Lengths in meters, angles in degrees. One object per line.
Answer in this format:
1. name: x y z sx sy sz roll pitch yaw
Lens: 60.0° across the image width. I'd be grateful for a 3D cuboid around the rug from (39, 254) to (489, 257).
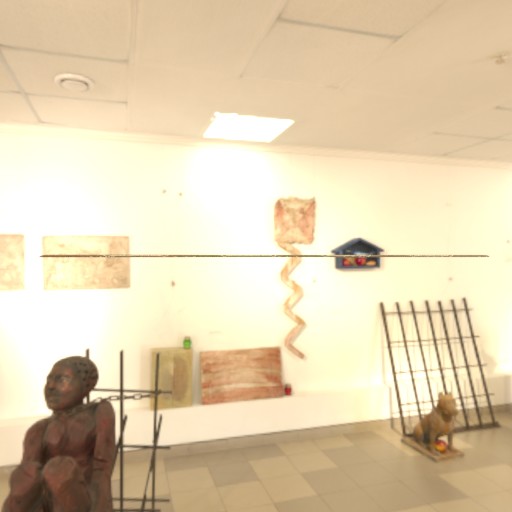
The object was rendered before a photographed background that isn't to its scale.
1. rug: 0.000 0.000 3.027 2.457 0.012 1.541 0 0 -17
